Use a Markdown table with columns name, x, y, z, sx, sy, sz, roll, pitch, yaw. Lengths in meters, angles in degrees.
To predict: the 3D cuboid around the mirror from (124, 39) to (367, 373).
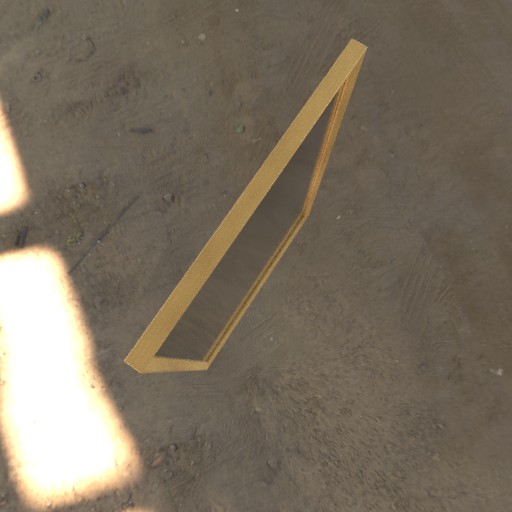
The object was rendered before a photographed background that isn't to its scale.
| name | x | y | z | sx | sy | sz | roll | pitch | yaw |
| --- | --- | --- | --- | --- | --- | --- | --- | --- | --- |
| mirror | 0.000 | 0.000 | 1.313 | 0.041 | 1.016 | 0.762 | 32 | 78 | 8 |
